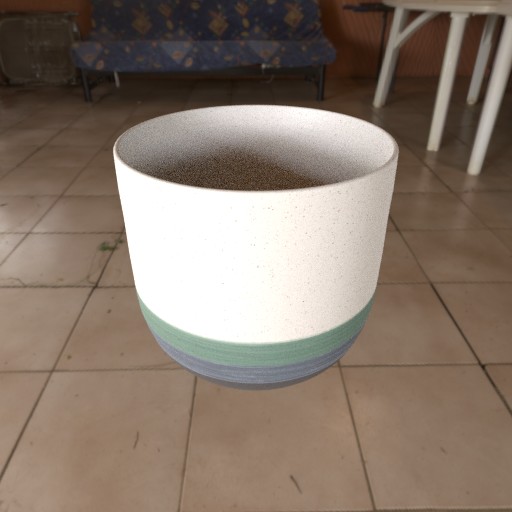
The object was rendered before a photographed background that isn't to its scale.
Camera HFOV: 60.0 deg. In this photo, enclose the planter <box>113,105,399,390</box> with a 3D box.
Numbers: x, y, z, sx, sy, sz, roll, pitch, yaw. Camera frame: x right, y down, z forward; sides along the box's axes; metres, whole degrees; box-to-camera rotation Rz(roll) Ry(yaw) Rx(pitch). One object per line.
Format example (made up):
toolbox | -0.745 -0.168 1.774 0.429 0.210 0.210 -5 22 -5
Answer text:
planter | 0.000 0.000 0.498 0.268 0.270 0.268 0 32 0
